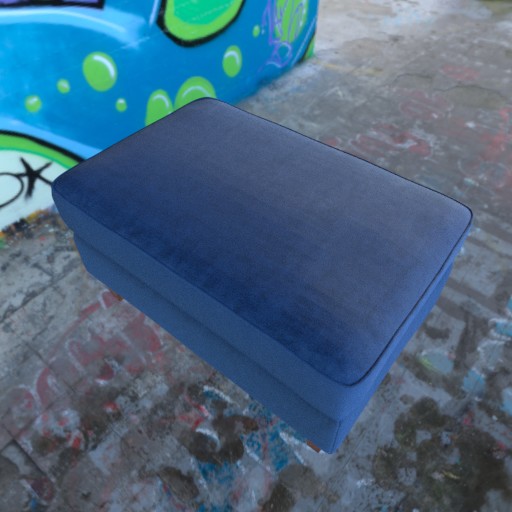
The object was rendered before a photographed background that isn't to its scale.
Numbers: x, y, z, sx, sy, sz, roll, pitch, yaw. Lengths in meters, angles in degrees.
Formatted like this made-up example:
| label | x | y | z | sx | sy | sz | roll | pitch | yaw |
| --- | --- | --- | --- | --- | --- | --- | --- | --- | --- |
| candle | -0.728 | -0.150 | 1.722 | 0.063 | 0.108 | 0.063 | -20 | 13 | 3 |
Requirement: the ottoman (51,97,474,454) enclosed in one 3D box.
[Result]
| label | x | y | z | sx | sy | sz | roll | pitch | yaw |
| --- | --- | --- | --- | --- | --- | --- | --- | --- | --- |
| ottoman | 0.000 | 0.000 | 1.178 | 0.862 | 0.484 | 0.583 | 30 | 55 | 25 |
